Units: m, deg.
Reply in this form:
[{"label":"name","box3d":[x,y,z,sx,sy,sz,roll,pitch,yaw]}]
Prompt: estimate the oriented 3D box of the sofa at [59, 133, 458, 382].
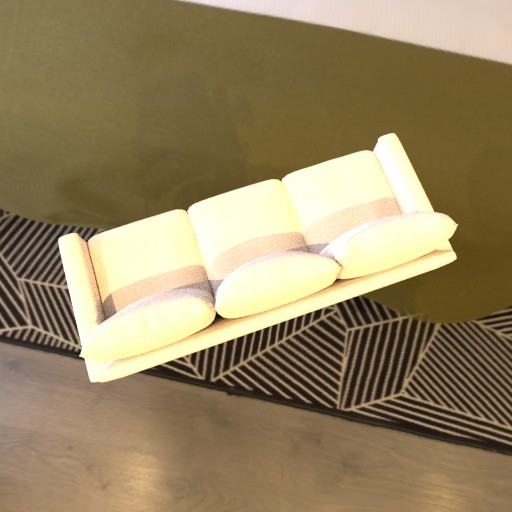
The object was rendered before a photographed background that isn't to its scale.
[{"label":"sofa","box3d":[0.000,0.000,2.423,1.925,0.961,0.828,-18,75,-5]}]
